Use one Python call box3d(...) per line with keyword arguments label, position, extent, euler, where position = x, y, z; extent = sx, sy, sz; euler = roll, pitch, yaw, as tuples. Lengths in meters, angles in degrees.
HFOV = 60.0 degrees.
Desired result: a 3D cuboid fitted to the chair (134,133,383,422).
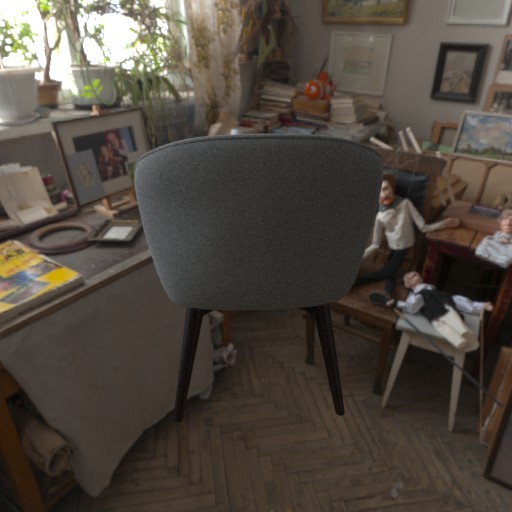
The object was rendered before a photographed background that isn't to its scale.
box3d(label="chair", position=(0.000, 0.000, 1.251), extent=(0.589, 0.810, 0.611), euler=(-1, 28, -3))
